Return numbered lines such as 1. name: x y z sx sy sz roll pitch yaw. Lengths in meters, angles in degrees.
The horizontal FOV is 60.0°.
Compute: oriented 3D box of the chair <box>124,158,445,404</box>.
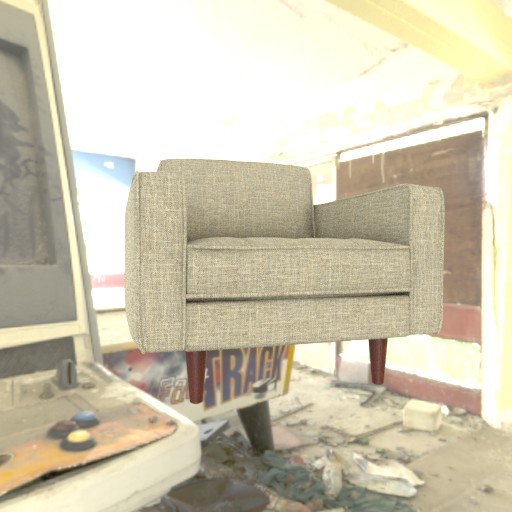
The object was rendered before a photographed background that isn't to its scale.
1. chair: 0.000 0.000 1.571 0.889 0.765 0.914 0 0 -18
